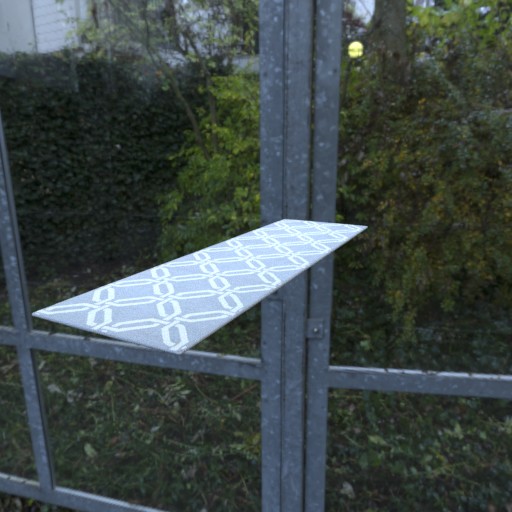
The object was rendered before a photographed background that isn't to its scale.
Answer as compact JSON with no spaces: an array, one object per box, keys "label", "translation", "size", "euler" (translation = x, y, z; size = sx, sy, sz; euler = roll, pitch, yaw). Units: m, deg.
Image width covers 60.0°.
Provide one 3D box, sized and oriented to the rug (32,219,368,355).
[{"label":"rug","translation":[0.000,0.000,2.453],"size":[0.678,0.014,2.276],"euler":[8,16,27]}]
